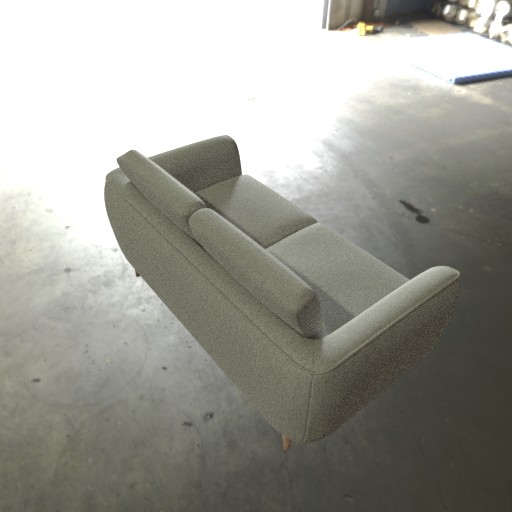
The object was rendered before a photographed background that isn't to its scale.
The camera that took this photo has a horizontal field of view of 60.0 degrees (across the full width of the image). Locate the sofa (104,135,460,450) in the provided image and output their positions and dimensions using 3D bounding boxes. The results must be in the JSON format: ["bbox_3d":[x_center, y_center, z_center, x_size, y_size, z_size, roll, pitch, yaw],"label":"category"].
[{"bbox_3d":[0.000,0.000,2.223,0.920,0.850,1.700,-27,47,-28],"label":"sofa"}]
